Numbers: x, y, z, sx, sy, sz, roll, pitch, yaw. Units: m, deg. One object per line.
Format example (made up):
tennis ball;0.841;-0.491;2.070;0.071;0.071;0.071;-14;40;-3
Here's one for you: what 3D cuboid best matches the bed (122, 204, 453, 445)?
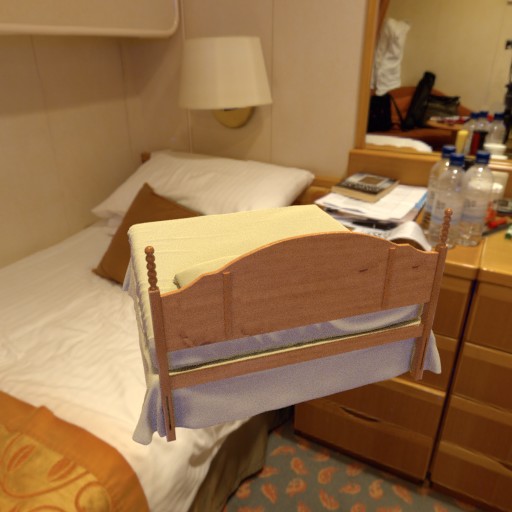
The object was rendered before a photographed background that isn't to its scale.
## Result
bed;0.000;0.000;3.742;2.322;1.355;2.219;-8;27;-16
